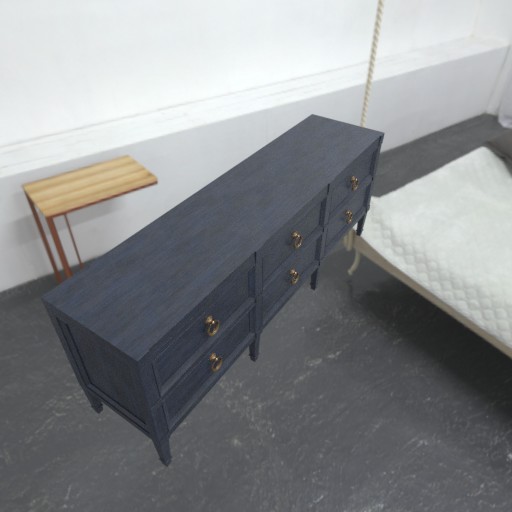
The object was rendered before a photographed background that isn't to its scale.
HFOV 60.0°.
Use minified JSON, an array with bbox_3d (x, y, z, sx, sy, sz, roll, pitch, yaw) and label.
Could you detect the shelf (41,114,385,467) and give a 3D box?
[{"bbox_3d":[0.000,0.000,2.215,0.471,0.715,1.878,24,46,26],"label":"shelf"}]
